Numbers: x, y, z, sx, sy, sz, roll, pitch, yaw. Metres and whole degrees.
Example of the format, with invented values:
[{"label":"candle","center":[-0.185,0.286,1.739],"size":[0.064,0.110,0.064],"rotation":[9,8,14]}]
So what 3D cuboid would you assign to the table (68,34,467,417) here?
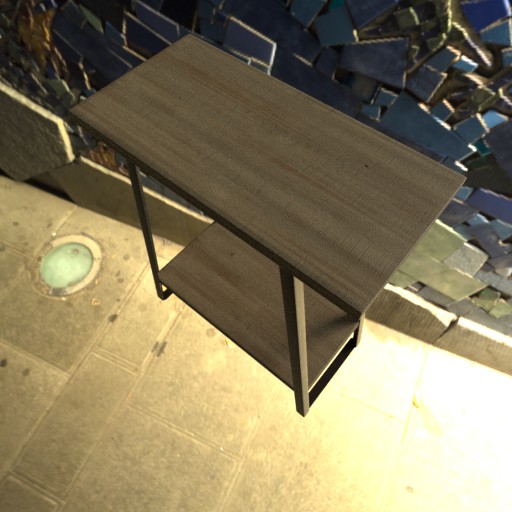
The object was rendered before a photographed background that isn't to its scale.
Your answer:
[{"label":"table","center":[0.000,0.000,1.021],"size":[0.599,0.701,0.300],"rotation":[35,64,20]}]
